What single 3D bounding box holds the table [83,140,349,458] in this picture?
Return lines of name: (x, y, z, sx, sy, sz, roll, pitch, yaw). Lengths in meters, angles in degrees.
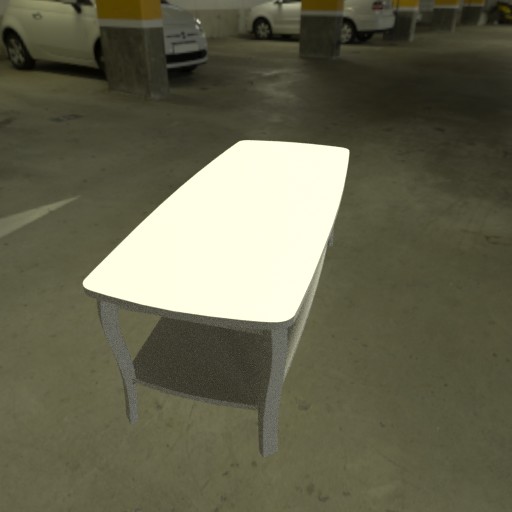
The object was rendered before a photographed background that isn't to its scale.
table: (0.000, 0.000, 1.625, 0.561, 0.474, 1.334, 8, 31, 13)
